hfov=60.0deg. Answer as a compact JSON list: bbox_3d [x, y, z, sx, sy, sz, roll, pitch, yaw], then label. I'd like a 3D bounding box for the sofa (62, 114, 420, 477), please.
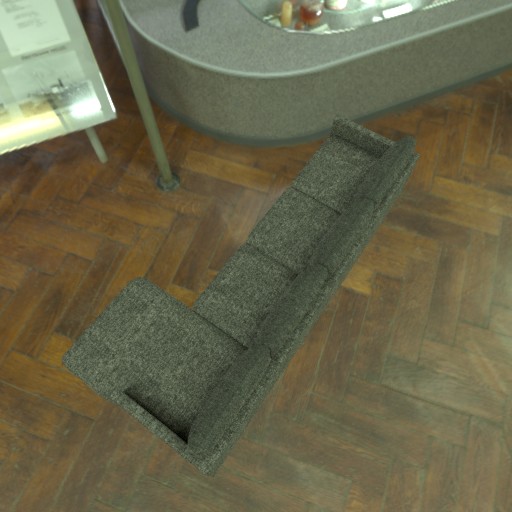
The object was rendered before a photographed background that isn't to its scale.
[{"bbox_3d":[0.000,0.000,3.999,1.488,0.970,3.384,32,67,15],"label":"sofa"}]
